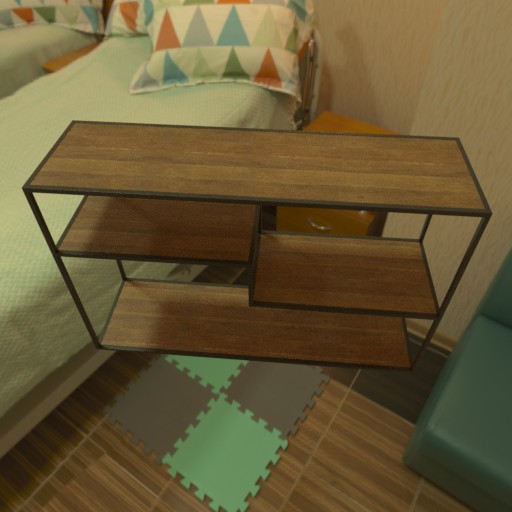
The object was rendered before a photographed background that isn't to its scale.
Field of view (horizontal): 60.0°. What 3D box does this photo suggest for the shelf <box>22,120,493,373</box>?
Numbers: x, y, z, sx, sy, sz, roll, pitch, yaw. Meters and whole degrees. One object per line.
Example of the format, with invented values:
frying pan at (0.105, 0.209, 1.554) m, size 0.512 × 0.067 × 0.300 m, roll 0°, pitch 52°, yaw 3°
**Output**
shelf at (0.000, 0.000, 1.520) m, size 1.201 × 0.765 × 0.361 m, roll 4°, pitch 46°, yaw 3°
